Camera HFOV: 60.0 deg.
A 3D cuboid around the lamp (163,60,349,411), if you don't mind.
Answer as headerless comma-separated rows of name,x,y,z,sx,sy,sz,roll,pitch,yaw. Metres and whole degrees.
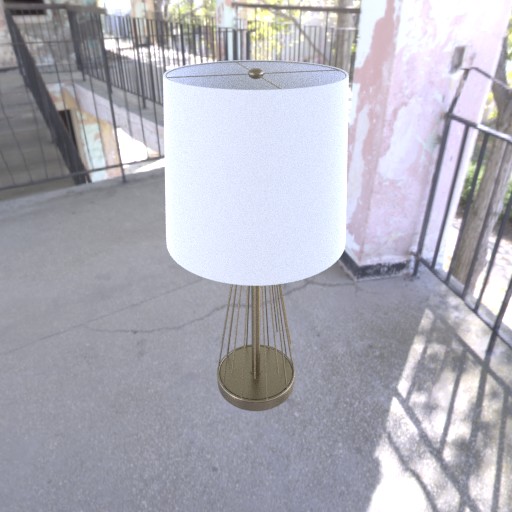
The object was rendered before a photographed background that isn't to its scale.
lamp,0.000,0.000,0.783,0.303,0.618,0.303,0,31,0
